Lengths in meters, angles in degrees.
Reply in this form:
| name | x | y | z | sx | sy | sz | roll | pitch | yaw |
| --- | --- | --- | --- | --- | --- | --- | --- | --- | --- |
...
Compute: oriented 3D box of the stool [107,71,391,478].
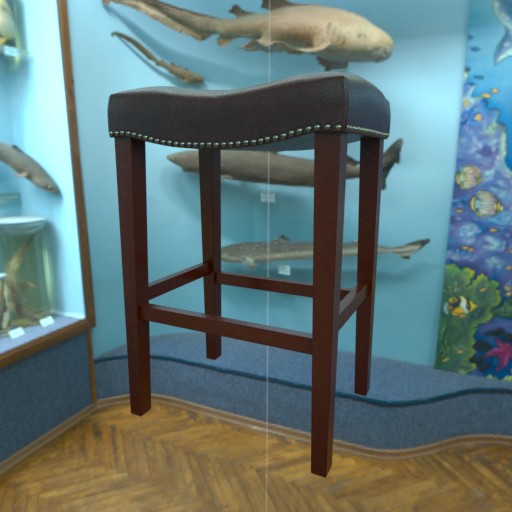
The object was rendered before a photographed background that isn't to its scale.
| name | x | y | z | sx | sy | sz | roll | pitch | yaw |
| --- | --- | --- | --- | --- | --- | --- | --- | --- | --- |
| stool | 0.000 | 0.000 | 1.017 | 0.504 | 0.742 | 0.372 | 6 | 14 | 26 |
